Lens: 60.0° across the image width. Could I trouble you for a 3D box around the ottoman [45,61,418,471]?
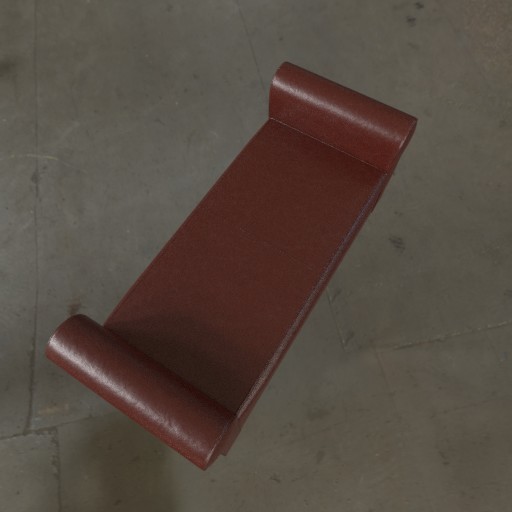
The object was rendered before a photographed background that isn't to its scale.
[{"bbox_3d":[0.000,0.000,1.519,0.521,0.547,1.256,29,68,13],"label":"ottoman"}]
